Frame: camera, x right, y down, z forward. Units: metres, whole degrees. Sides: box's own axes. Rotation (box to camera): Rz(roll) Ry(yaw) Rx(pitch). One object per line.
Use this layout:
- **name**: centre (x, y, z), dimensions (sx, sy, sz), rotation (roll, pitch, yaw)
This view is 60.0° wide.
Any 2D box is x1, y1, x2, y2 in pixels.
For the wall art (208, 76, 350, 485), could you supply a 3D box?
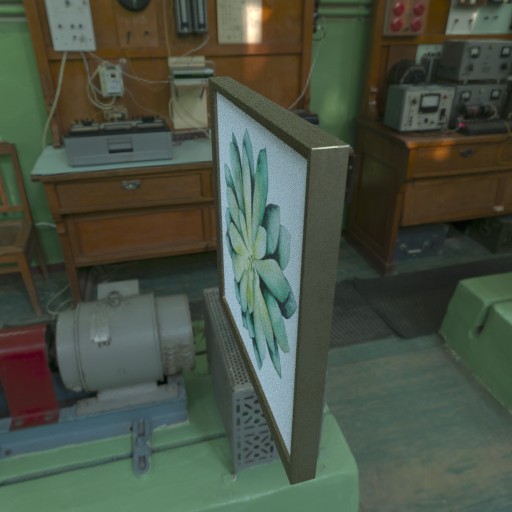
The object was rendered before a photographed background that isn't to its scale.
- **wall art**: centre (0.000, 0.000, 0.751), dimensions (0.040, 0.506, 0.503), rotation (-8, 30, -14)
